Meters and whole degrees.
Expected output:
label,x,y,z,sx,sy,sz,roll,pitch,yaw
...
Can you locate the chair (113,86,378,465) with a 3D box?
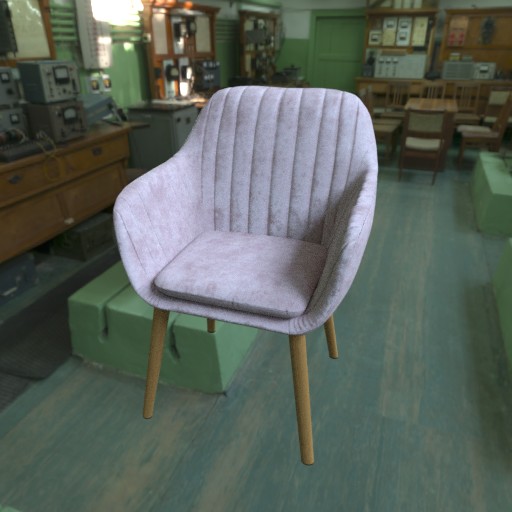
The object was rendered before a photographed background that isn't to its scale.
label,x,y,z,sx,sy,sz,roll,pitch,yaw
chair,0.000,0.000,1.233,0.610,0.832,0.570,9,28,17
